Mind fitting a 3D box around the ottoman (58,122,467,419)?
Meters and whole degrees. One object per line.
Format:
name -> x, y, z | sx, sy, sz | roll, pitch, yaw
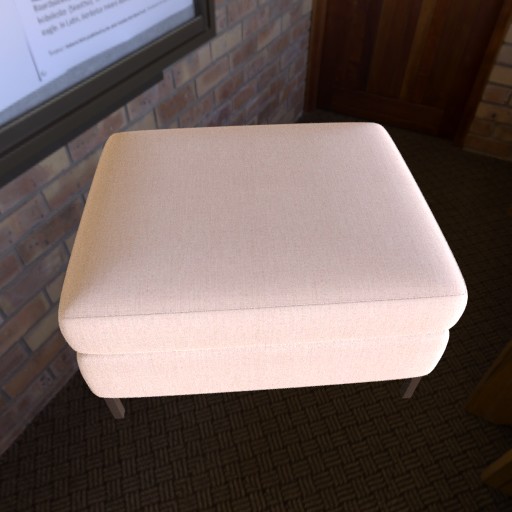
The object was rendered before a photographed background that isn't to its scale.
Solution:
ottoman -> 0.000, 0.000, 1.150 | 0.794, 0.453, 0.657 | -3, 46, -3
